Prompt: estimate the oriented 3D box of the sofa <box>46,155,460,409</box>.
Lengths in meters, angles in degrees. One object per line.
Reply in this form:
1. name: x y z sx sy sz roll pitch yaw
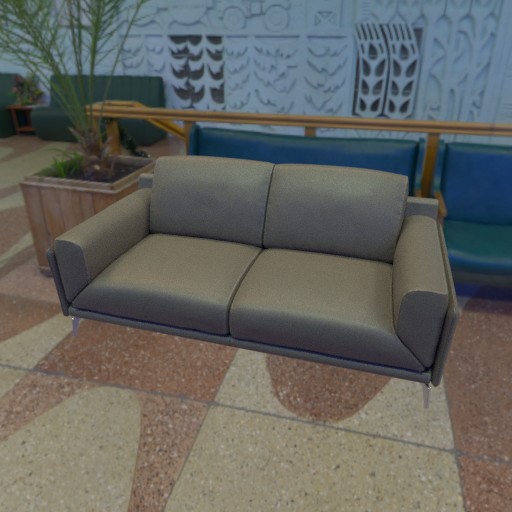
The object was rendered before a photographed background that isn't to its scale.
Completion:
1. sofa: 0.000 0.000 2.615 2.101 0.930 1.049 8 28 15
